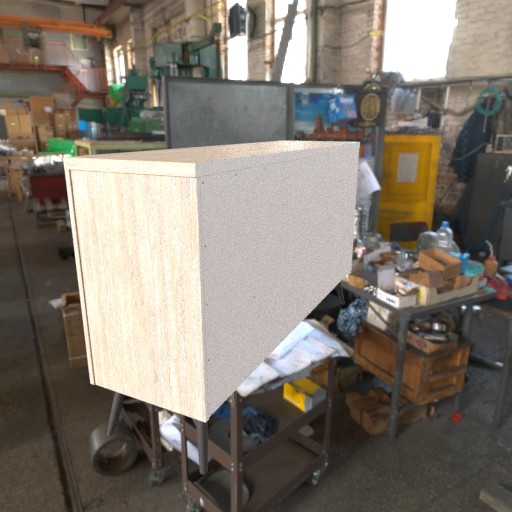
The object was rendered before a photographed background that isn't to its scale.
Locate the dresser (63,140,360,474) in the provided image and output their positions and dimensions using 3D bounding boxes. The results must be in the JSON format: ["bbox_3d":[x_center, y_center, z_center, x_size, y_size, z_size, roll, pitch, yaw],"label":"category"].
[{"bbox_3d":[0.000,0.000,1.915,0.457,0.914,1.524,8,18,26],"label":"dresser"}]
